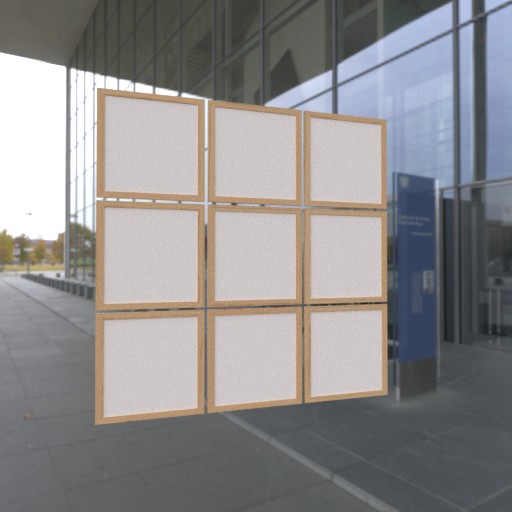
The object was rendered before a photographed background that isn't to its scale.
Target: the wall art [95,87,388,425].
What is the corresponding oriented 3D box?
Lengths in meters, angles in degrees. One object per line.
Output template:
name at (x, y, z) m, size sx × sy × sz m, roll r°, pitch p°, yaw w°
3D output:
wall art at (0.000, 0.000, 2.232) m, size 1.517 × 1.523 × 0.013 m, roll 0°, pitch -1°, yaw -17°
